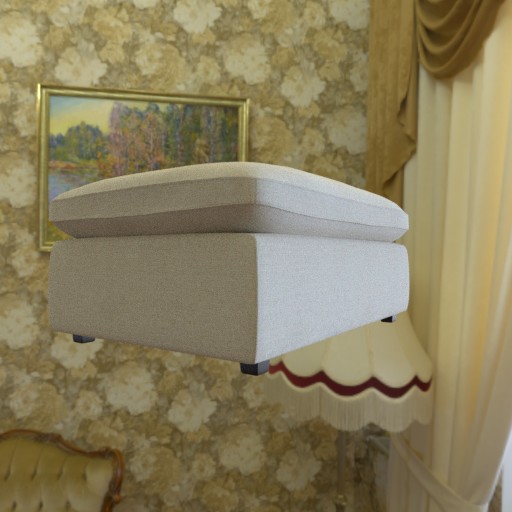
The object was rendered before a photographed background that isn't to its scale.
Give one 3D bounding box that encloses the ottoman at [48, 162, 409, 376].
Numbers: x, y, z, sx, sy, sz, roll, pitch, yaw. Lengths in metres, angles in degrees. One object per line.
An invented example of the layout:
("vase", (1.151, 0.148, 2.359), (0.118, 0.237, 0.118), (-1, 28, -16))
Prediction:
("ottoman", (0.000, 0.000, 1.345), (0.686, 0.453, 0.984), (0, 0, 34))
